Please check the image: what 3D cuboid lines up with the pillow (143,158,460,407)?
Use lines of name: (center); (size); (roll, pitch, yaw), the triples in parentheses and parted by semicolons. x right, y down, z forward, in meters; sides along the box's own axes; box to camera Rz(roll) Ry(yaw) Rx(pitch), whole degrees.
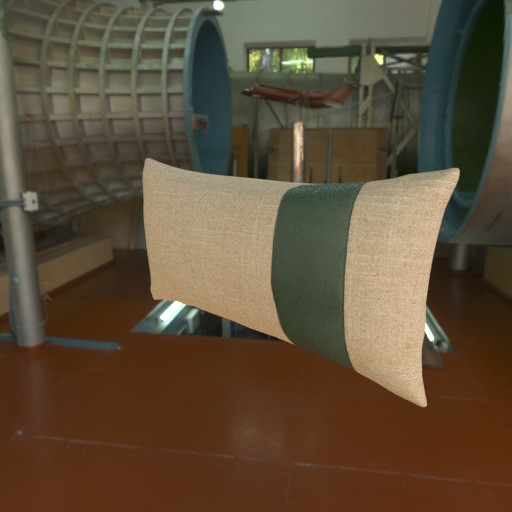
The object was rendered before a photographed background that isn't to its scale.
pillow: (0.000, 0.000, 1.023); (0.859, 0.429, 0.197); (12, 18, 41)
